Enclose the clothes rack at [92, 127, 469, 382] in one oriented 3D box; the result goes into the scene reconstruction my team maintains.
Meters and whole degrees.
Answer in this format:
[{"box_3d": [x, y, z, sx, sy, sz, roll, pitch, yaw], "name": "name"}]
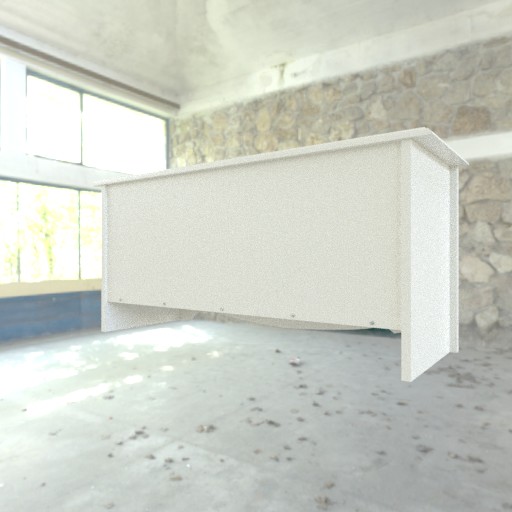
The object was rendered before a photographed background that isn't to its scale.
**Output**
[{"box_3d": [0.000, 0.000, 1.464, 1.218, 0.558, 0.405, 0, 0, 36], "name": "clothes rack"}]
